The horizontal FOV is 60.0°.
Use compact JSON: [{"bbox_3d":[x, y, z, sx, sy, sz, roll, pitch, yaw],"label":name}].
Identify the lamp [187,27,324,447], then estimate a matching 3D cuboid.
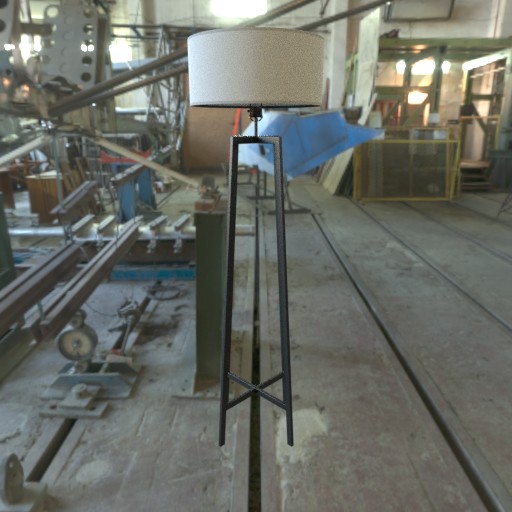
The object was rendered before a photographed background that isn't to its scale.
[{"bbox_3d":[0.000,0.000,1.710,0.456,1.510,0.457,16,23,42],"label":"lamp"}]
